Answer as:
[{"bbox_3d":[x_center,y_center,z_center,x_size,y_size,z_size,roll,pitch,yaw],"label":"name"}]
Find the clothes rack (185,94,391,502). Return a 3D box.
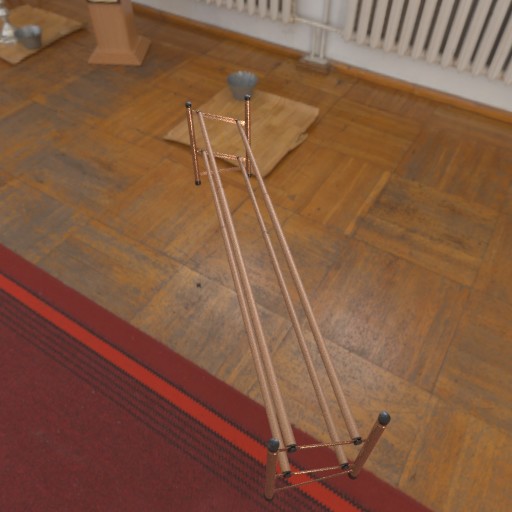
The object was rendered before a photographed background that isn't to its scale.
[{"bbox_3d":[0.000,0.000,1.270,0.229,0.349,1.168,-10,49,-9],"label":"clothes rack"}]
